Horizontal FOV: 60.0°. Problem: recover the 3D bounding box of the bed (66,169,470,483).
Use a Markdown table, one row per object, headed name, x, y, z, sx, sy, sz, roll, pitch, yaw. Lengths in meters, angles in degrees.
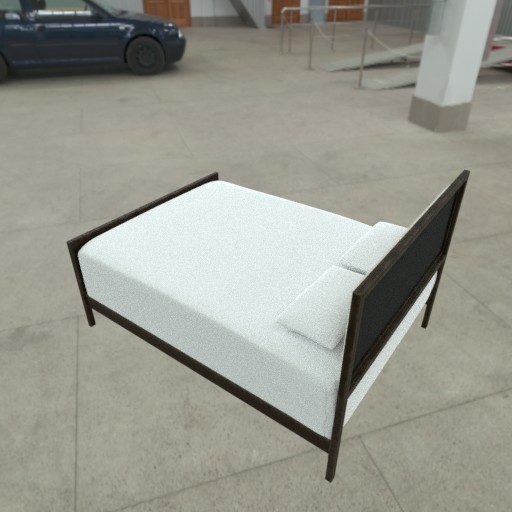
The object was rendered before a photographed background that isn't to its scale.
| name | x | y | z | sx | sy | sz | roll | pitch | yaw |
| --- | --- | --- | --- | --- | --- | --- | --- | --- | --- |
| bed | 0.000 | 0.000 | 3.199 | 2.221 | 1.313 | 1.607 | 22 | 39 | 30 |
